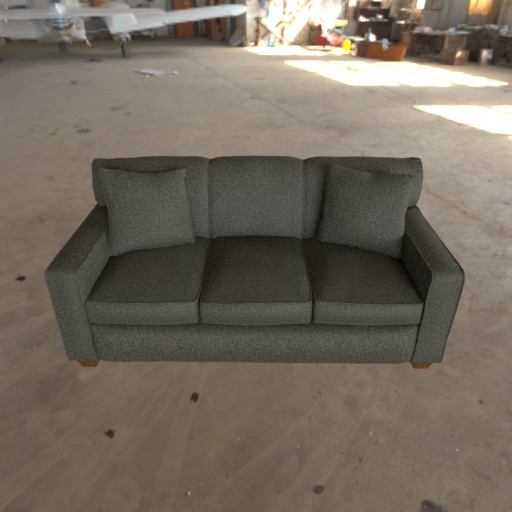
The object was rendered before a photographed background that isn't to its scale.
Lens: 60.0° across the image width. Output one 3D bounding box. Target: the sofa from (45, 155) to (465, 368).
[{"bbox_3d":[0.000,0.000,2.563,2.024,0.958,0.997,0,30,0],"label":"sofa"}]
